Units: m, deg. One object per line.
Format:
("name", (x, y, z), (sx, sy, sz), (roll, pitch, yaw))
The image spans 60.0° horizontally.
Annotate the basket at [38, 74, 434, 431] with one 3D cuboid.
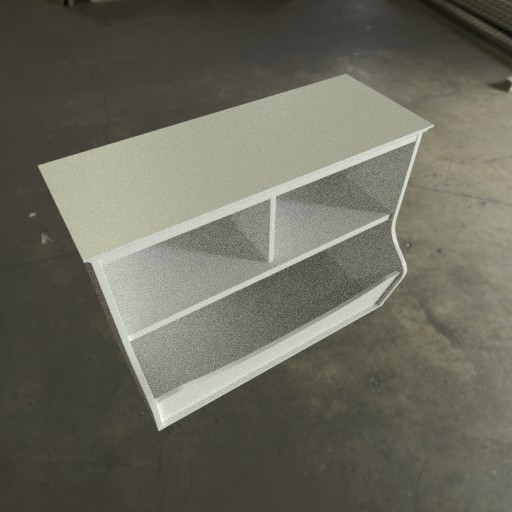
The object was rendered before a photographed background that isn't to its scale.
("basket", (0.000, 0.000, 1.145), (0.792, 0.625, 0.376), (-24, 51, -21))
